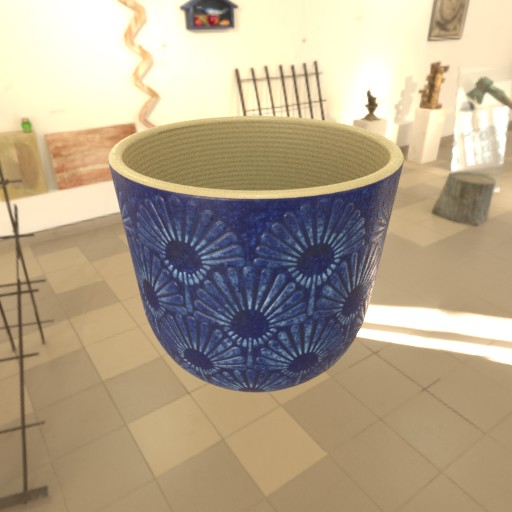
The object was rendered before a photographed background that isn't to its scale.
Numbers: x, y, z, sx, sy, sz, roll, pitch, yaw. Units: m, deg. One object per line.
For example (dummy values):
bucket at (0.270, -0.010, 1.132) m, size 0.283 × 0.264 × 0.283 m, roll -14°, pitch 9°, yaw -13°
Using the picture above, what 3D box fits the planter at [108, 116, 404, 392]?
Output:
planter at (0.000, 0.000, 0.300) m, size 0.170 × 0.153 × 0.170 m, roll 0°, pitch 29°, yaw 0°
